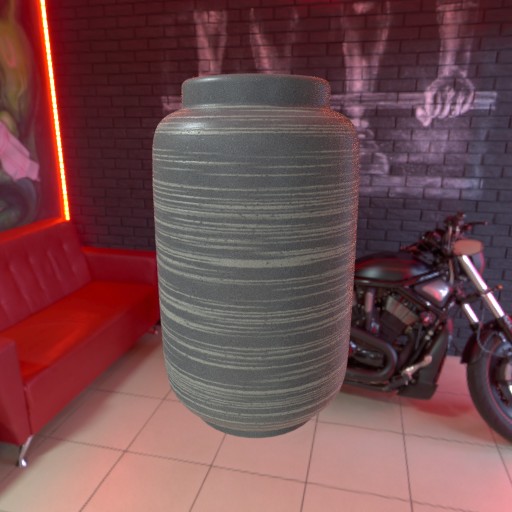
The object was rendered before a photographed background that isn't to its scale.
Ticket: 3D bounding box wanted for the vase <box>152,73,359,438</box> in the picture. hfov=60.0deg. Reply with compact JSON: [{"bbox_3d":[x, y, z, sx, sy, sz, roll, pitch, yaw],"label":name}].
[{"bbox_3d":[0.000,0.000,0.680,0.297,0.499,0.297,0,16,0],"label":"vase"}]
